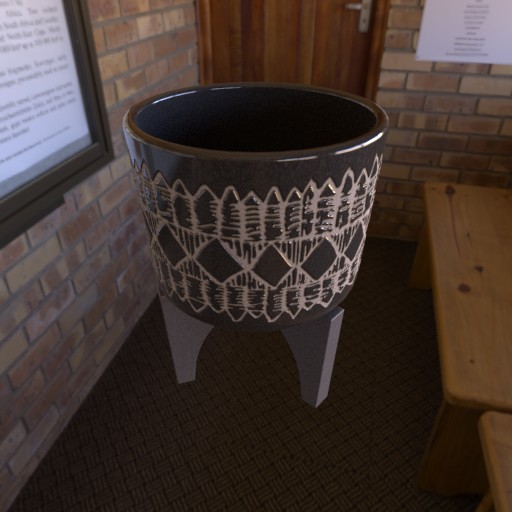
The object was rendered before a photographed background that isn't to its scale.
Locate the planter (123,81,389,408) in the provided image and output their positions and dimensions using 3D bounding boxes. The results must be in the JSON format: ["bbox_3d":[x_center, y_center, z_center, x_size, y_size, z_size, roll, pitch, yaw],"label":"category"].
[{"bbox_3d":[0.000,0.000,0.406,0.196,0.264,0.196,-10,35,-15],"label":"planter"}]
